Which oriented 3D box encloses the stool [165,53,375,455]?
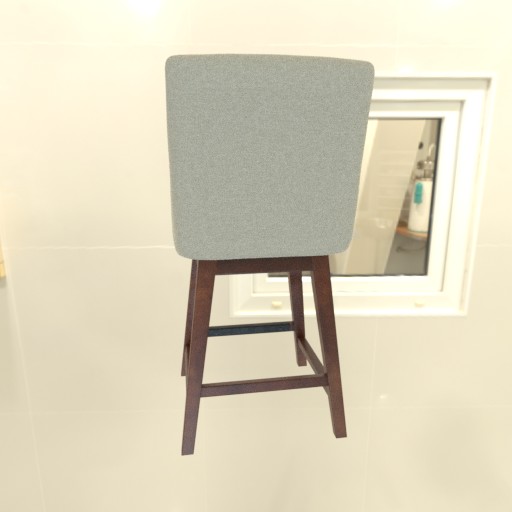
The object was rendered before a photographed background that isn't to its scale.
[{"bbox_3d":[0.000,0.000,1.284,0.469,0.991,0.559,-2,15,-9],"label":"stool"}]
